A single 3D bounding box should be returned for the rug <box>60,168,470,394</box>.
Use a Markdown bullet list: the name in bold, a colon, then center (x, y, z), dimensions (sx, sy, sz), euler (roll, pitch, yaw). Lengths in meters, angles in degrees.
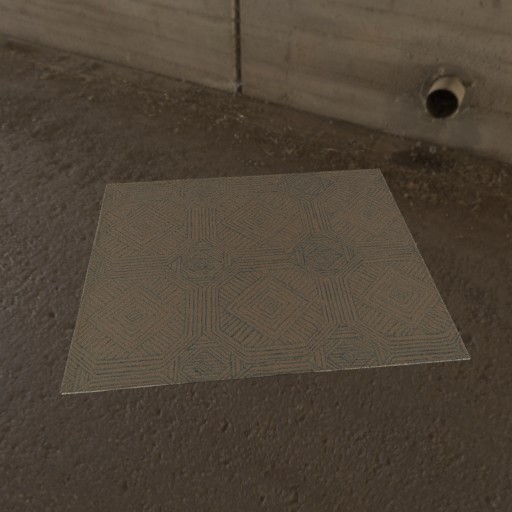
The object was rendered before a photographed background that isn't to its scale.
- **rug**: center (0.000, 0.000, 4.107), dimensions (3.049, 0.015, 2.457), euler (-4, 47, -4)
